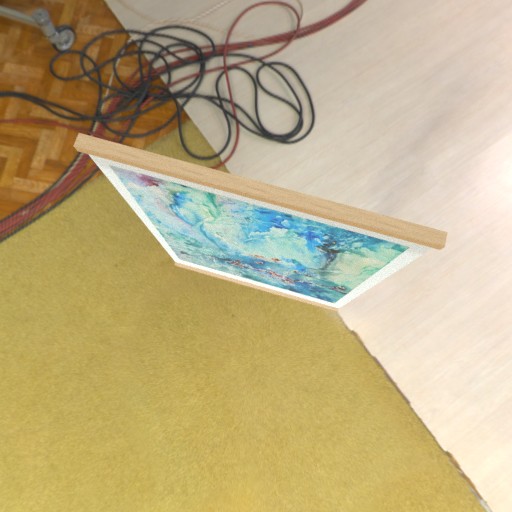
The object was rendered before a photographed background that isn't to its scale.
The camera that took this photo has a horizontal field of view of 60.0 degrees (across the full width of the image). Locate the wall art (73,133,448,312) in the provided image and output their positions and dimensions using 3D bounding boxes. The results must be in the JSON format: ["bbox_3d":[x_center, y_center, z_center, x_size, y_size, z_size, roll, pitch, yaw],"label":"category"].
[{"bbox_3d":[0.000,0.000,0.759,0.401,0.611,0.016,16,77,4],"label":"wall art"}]
